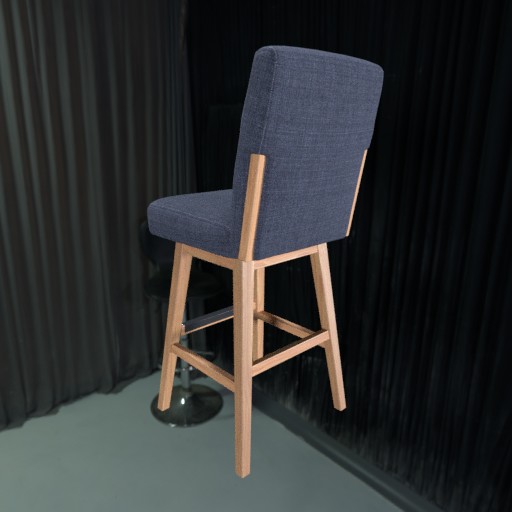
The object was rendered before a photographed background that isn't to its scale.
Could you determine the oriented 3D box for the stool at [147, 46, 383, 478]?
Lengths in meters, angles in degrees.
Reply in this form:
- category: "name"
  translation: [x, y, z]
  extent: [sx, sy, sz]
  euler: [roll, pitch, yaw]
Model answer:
- category: "stool"
  translation: [0.000, 0.000, 1.381]
  extent: [0.483, 1.112, 0.570]
  euler: [-14, 21, -41]
